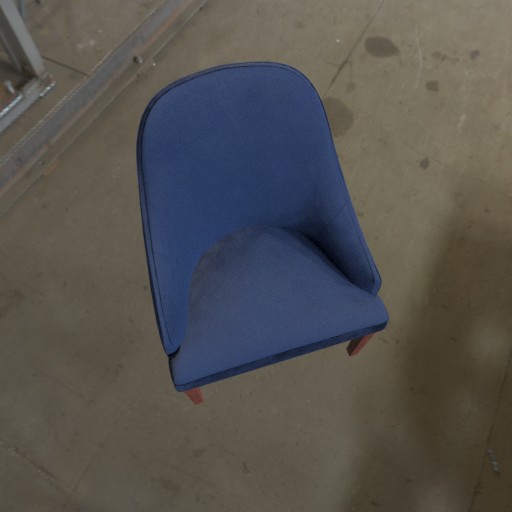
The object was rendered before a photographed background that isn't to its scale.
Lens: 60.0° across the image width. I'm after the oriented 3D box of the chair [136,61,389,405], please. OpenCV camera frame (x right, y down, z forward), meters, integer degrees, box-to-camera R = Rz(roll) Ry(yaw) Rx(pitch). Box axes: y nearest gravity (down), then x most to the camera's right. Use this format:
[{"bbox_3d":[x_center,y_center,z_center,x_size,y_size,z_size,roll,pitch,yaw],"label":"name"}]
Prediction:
[{"bbox_3d":[0.000,0.000,1.291,0.643,0.889,0.575,-15,63,-8],"label":"chair"}]
